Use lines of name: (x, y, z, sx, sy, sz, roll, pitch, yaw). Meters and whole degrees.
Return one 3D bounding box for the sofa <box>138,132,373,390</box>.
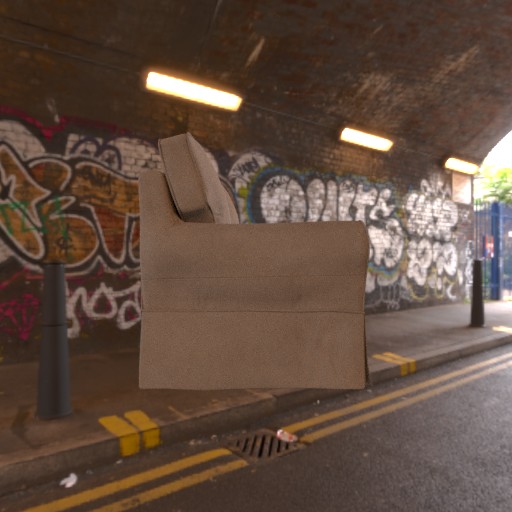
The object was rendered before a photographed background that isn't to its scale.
sofa: (0.000, 0.000, 2.724, 0.900, 1.014, 2.246, 0, 0, 0)
